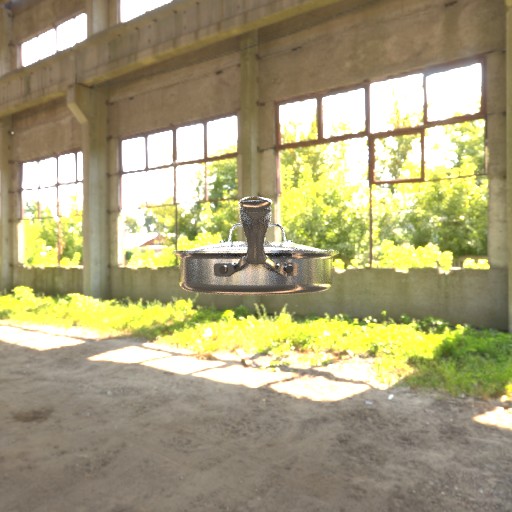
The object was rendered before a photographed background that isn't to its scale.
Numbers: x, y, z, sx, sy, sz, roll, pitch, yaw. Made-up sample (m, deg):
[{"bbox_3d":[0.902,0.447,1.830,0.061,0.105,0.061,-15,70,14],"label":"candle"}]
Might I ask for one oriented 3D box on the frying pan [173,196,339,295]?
[{"bbox_3d":[0.000,0.000,0.657,0.280,0.114,0.561,0,0,0],"label":"frying pan"}]
